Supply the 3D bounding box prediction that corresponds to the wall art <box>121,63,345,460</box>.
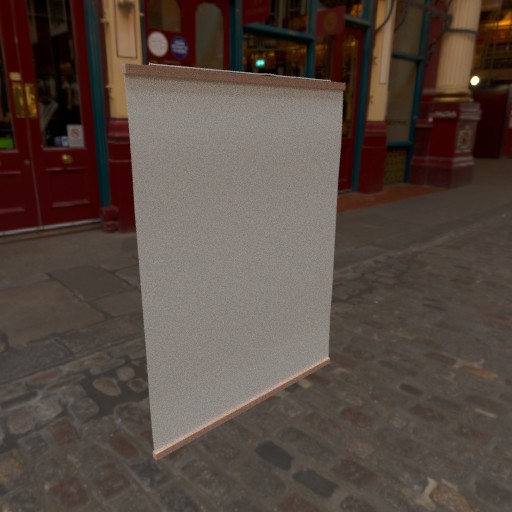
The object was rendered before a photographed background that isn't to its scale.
[{"bbox_3d":[0.000,0.000,1.320,0.758,1.013,0.020,-15,23,-40],"label":"wall art"}]
